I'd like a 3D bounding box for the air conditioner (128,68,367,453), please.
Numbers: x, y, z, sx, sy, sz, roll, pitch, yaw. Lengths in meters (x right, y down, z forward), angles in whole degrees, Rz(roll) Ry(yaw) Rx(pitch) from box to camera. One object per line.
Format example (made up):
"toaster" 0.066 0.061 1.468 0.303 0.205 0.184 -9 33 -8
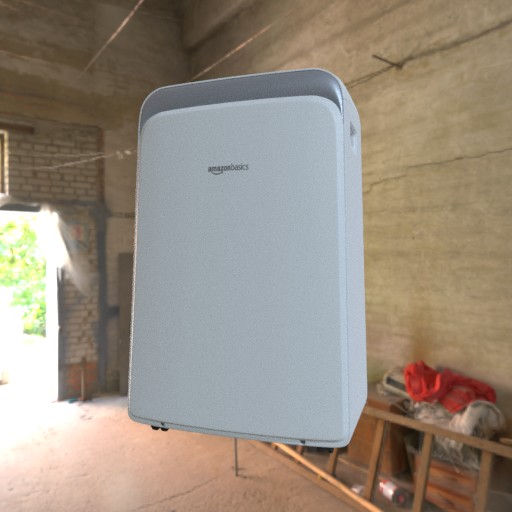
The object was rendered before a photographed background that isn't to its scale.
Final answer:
"air conditioner" 0.000 0.000 0.947 0.454 0.700 0.365 0 0 17
